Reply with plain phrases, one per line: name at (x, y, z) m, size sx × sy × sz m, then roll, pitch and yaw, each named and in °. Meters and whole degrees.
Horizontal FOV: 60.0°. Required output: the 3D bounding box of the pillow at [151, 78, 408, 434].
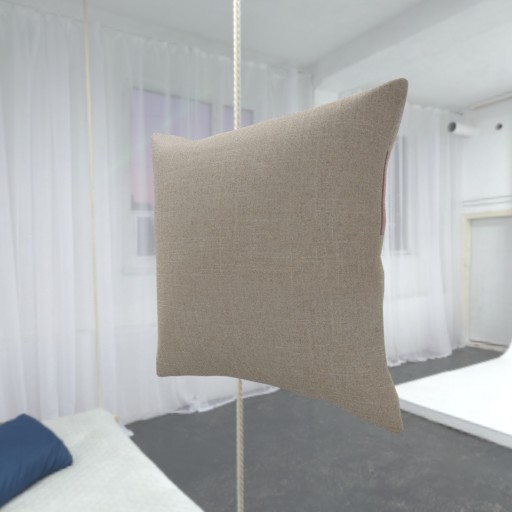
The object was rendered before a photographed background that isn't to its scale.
pillow at (0.000, 0.000, 0.613) m, size 0.414 × 0.399 × 0.173 m, roll 0°, pitch 1°, yaw 36°
